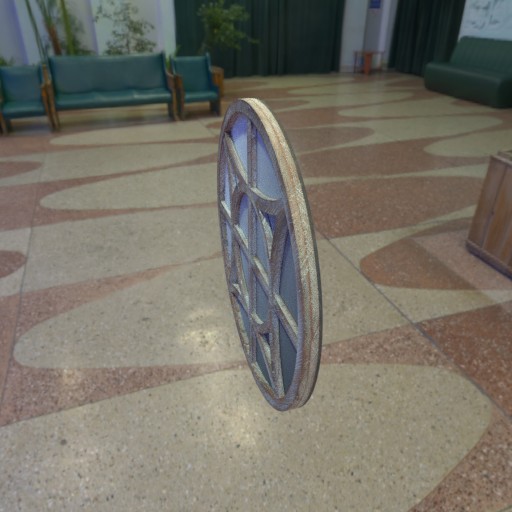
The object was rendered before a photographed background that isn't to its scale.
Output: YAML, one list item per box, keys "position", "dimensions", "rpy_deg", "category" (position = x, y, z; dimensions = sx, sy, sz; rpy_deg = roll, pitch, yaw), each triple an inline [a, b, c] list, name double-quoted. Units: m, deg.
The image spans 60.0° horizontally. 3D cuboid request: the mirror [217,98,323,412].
- position: [0.000, 0.000, 1.060]
  dimensions: [0.038, 0.710, 0.710]
  rpy_deg: [-8, 31, -14]
  category: "mirror"
